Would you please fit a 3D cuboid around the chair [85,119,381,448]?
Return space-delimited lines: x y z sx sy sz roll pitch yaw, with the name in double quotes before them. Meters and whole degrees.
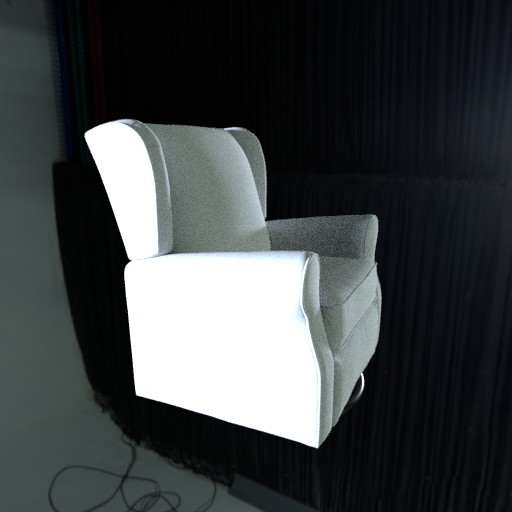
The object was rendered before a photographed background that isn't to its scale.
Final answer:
"chair" 0.000 0.000 1.673 0.854 0.967 0.906 7 16 26
